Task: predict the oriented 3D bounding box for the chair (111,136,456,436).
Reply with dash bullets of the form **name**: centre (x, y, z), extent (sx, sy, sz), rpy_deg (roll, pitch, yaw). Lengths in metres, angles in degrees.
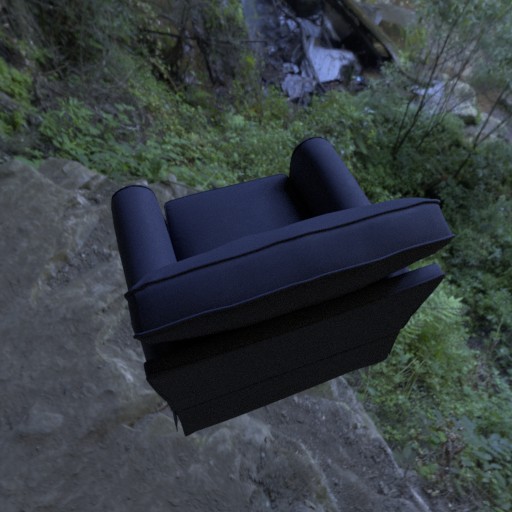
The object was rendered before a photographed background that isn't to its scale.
- **chair**: centre (0.000, 0.000, 1.932), extent (1.119, 1.140, 1.002), rpy_deg (-17, 60, -10)
